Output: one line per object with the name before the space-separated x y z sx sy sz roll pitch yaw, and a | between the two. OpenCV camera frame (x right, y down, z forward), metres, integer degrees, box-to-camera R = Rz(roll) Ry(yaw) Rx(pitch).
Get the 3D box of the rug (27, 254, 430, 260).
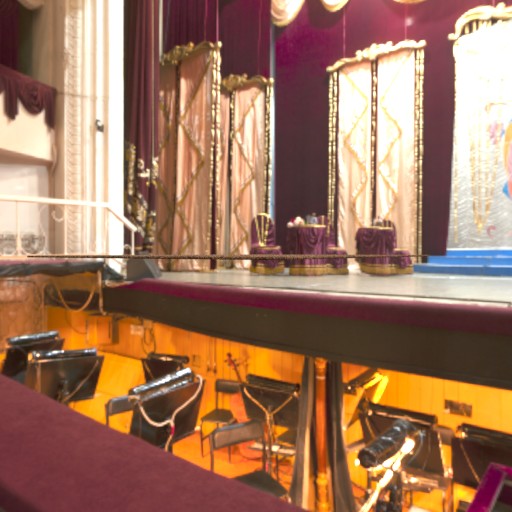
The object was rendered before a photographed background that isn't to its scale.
rug | 0.000 0.000 4.300 2.448 0.017 3.204 0 0 36
